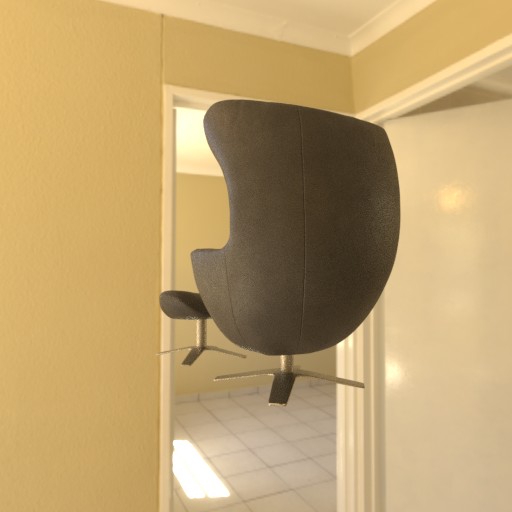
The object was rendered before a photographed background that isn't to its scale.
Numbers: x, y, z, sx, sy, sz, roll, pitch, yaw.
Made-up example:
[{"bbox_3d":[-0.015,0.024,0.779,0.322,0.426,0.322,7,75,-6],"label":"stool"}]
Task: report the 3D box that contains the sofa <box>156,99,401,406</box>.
[{"bbox_3d":[0.000,0.000,2.163,0.894,1.135,1.444,1,-2,-34],"label":"sofa"}]
